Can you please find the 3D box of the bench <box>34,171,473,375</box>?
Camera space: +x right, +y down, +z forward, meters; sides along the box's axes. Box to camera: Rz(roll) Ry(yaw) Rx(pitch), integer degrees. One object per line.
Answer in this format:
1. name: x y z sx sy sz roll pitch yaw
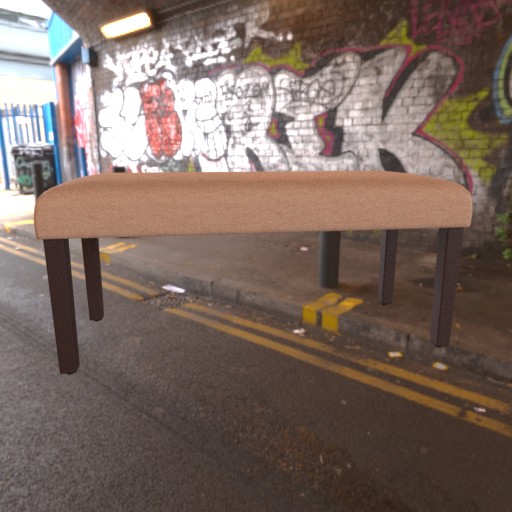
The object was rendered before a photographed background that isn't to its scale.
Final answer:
1. bench: 0.000 0.000 1.234 1.013 0.456 0.407 -2 14 -9
